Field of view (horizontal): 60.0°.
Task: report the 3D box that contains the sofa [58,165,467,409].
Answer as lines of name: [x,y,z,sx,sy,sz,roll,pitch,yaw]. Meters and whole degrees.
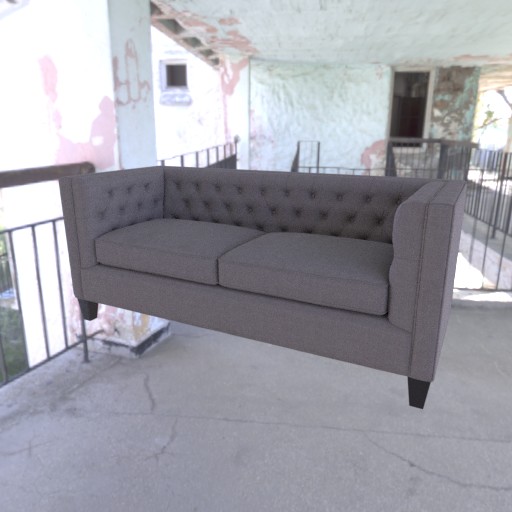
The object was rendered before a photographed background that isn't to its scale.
sofa: [0.000,0.000,2.186,1.778,0.762,0.775,8,18,26]
